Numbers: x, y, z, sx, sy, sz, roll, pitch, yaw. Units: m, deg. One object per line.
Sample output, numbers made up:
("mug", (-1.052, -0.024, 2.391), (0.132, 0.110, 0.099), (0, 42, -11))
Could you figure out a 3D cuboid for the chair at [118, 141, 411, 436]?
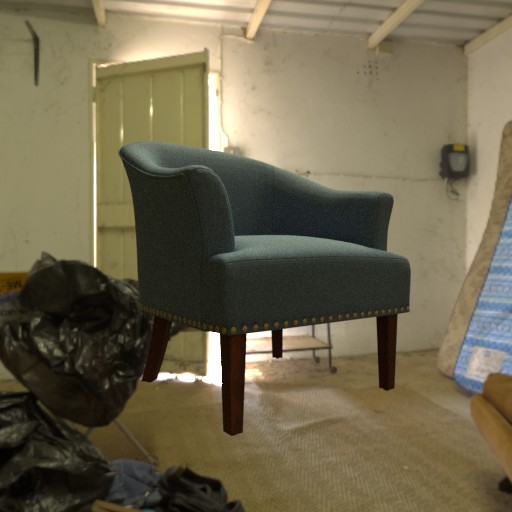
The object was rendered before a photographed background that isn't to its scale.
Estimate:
("chair", (0.000, 0.000, 1.424), (0.772, 0.815, 0.704), (0, 0, -37))
